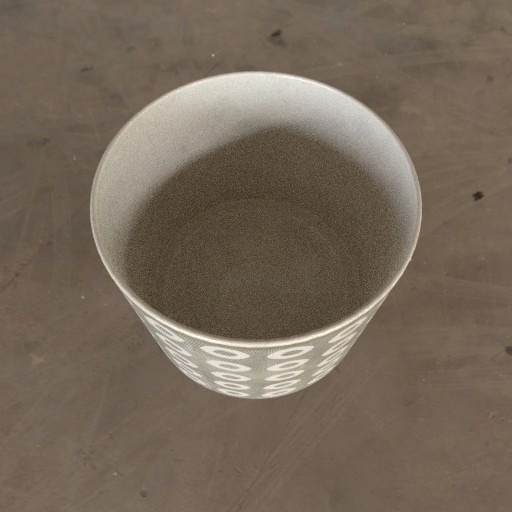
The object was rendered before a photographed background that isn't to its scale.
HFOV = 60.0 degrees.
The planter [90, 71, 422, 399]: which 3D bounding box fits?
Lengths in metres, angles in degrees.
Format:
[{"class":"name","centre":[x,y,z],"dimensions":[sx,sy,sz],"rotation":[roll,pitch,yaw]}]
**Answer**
[{"class":"planter","centre":[0.000,0.000,0.443],"dimensions":[0.250,0.239,0.250],"rotation":[0,63,0]}]
